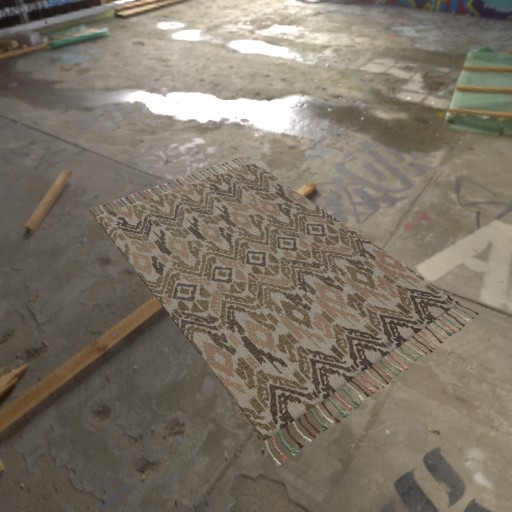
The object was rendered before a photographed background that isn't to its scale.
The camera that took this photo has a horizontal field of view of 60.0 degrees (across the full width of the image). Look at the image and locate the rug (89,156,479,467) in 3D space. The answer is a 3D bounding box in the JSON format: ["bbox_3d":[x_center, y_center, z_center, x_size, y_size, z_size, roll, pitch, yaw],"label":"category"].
[{"bbox_3d":[0.000,0.000,3.028,1.524,0.008,2.438,-25,47,-26],"label":"rug"}]
